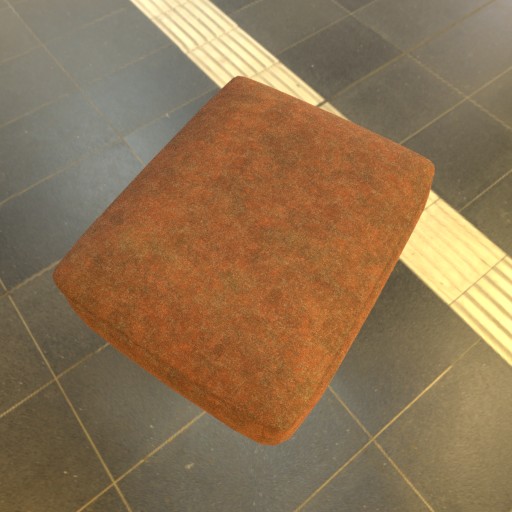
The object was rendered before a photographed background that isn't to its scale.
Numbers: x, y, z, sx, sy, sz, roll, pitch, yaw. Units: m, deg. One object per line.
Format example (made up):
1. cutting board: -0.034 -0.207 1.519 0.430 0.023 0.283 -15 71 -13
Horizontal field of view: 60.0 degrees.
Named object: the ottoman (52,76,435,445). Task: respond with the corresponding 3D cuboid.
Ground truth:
1. ottoman: 0.000 0.000 1.165 0.635 0.508 0.787 29 66 14
